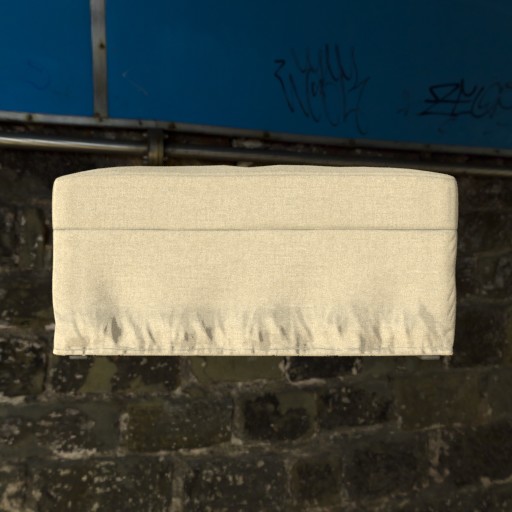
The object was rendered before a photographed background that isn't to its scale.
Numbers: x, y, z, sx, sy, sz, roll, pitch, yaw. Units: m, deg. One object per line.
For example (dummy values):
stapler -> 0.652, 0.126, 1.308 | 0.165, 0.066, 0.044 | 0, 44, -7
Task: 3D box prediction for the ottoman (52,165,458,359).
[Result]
ottoman -> 0.000, 0.000, 1.295 | 0.843, 0.436, 0.840 | 0, -1, 0
